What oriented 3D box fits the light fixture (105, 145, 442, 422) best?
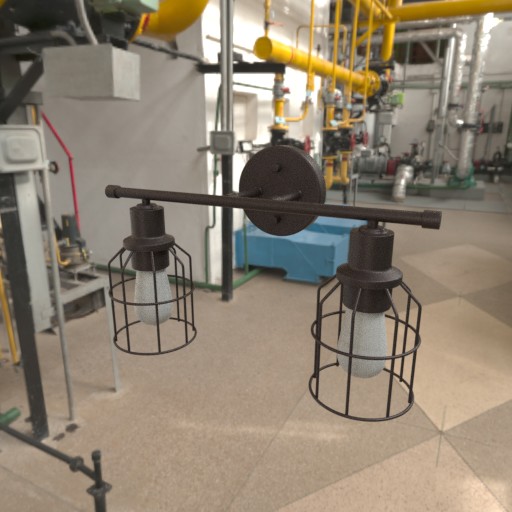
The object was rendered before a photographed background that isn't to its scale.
[{"bbox_3d":[0.000,0.000,0.536,0.406,0.254,0.165,8,18,26],"label":"light fixture"}]
